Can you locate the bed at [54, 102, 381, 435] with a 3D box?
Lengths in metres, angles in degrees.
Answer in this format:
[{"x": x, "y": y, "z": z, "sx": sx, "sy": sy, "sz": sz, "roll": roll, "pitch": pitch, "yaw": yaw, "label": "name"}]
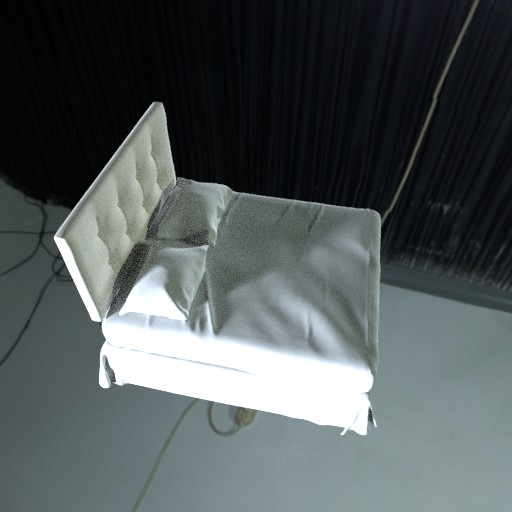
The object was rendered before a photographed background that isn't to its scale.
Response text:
[{"x": 0.000, "y": 0.000, "z": 3.510, "sx": 2.222, "sy": 1.577, "sz": 1.936, "roll": 9, "pitch": 48, "yaw": 8, "label": "bed"}]
